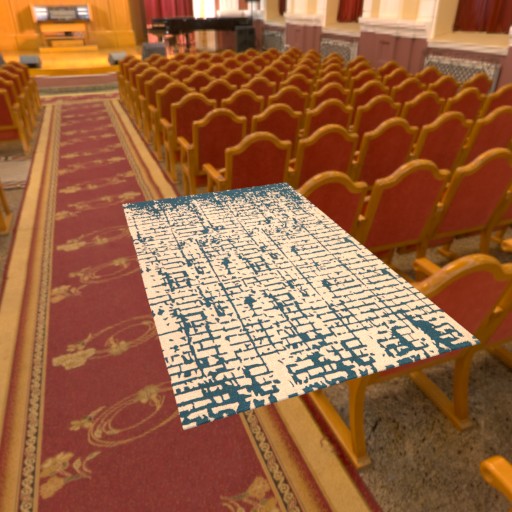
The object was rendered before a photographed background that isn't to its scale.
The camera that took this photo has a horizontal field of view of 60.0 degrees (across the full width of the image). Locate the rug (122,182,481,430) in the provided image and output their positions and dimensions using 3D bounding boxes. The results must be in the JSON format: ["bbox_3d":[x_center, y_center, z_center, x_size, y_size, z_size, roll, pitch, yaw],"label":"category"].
[{"bbox_3d":[0.000,0.000,2.994,1.517,0.011,2.435,-10,31,-17],"label":"rug"}]
